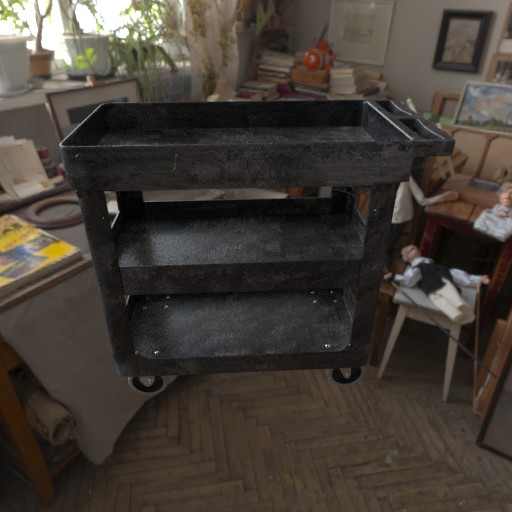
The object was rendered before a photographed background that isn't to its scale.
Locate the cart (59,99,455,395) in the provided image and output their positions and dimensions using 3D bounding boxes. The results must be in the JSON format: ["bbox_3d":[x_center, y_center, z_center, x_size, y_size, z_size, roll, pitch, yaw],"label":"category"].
[{"bbox_3d":[0.000,0.000,1.351,0.877,0.824,0.420,-2,31,-3],"label":"cart"}]
